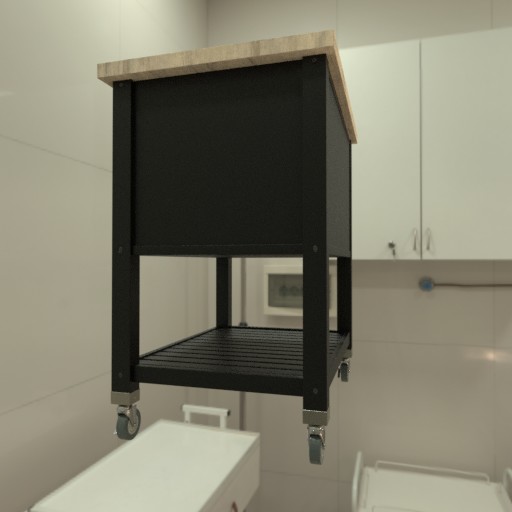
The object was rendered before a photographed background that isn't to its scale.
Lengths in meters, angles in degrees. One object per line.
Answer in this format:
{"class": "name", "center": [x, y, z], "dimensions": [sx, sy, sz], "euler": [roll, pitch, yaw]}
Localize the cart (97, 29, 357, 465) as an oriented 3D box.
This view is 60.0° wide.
{"class": "cart", "center": [0.000, 0.000, 1.367], "dimensions": [0.567, 0.920, 0.797], "euler": [0, -1, 16]}
